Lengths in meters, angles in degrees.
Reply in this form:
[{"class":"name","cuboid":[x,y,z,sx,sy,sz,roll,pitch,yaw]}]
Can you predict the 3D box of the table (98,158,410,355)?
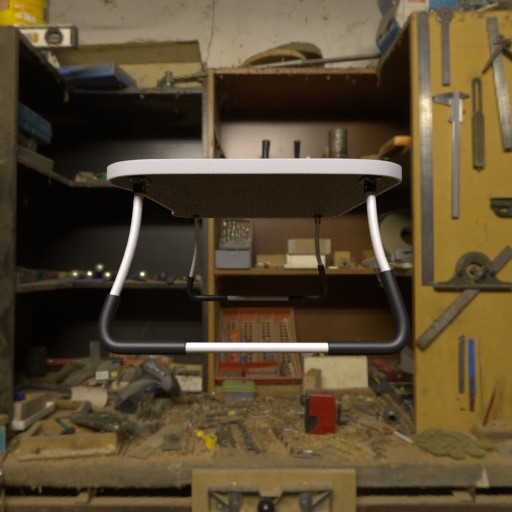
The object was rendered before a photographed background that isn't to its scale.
[{"class":"table","cuboid":[0.000,0.000,0.833,0.400,0.232,0.660,0,0,1]}]
